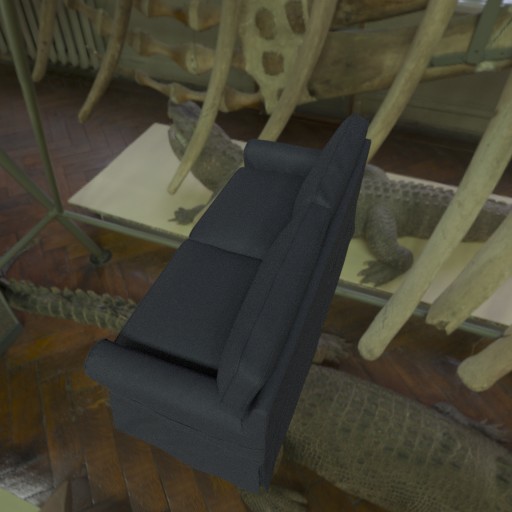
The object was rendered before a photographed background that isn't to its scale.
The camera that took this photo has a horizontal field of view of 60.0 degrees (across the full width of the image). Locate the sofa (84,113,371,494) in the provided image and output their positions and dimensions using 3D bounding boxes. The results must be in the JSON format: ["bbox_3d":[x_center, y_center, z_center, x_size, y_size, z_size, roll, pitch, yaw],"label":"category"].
[{"bbox_3d":[0.000,0.000,2.770,0.983,1.094,2.256,15,47,15],"label":"sofa"}]
